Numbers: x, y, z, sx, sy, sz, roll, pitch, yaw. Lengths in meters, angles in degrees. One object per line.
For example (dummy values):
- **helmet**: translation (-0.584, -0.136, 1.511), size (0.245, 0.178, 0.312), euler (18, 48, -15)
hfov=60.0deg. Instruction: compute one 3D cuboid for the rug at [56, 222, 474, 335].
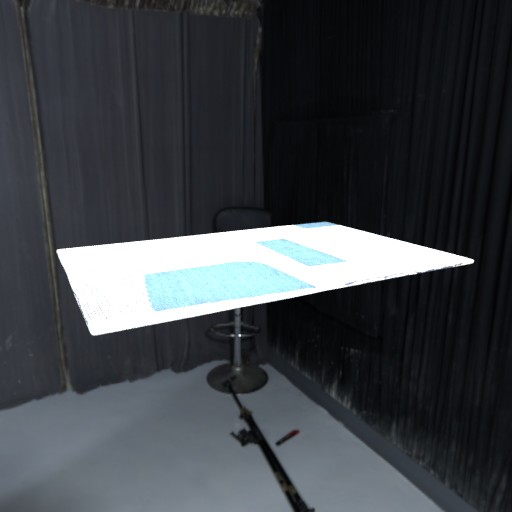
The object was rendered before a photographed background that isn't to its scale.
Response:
- **rug**: translation (0.000, 0.000, 2.349), size (1.847, 0.020, 1.238), euler (-8, 16, -27)
